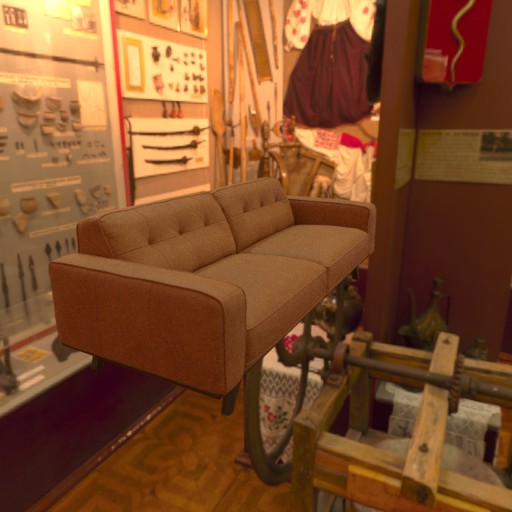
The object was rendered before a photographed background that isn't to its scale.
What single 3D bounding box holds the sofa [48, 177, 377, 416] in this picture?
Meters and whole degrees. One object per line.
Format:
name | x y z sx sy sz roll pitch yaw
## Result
sofa | 0.000 0.000 2.757 0.953 0.780 2.270 9 19 27
